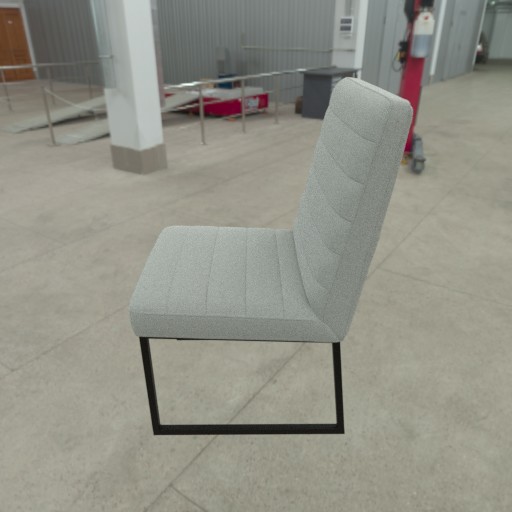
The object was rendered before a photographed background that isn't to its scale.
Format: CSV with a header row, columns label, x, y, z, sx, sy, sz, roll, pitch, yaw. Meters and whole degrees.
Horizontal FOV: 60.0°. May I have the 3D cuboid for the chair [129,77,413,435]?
label,x,y,z,sx,sy,sz,roll,pitch,yaw
chair,0.000,0.000,1.283,0.634,0.930,0.520,0,27,0
